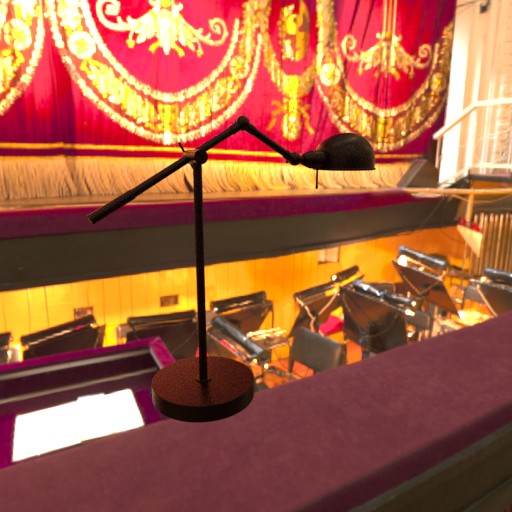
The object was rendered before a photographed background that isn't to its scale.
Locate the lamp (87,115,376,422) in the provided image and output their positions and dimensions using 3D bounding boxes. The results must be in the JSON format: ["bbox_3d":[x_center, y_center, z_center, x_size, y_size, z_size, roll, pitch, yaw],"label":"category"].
[{"bbox_3d":[0.000,0.000,0.814,0.567,0.495,0.185,-7,15,-28],"label":"lamp"}]
